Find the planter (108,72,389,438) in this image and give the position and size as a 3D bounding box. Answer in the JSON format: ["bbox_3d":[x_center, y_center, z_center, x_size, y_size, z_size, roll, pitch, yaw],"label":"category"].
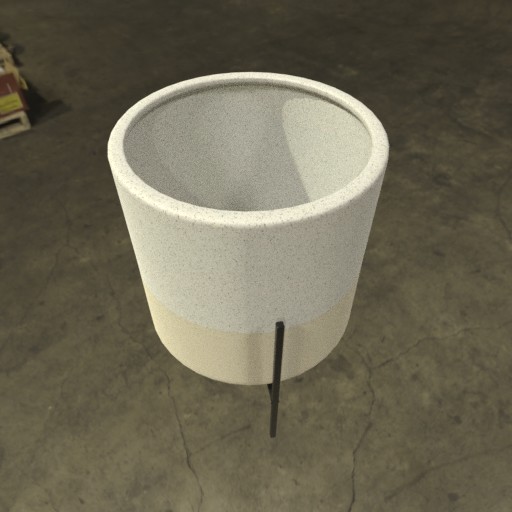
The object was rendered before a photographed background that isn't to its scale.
[{"bbox_3d":[0.000,0.000,0.653,0.335,0.423,0.313,-33,54,-27],"label":"planter"}]
